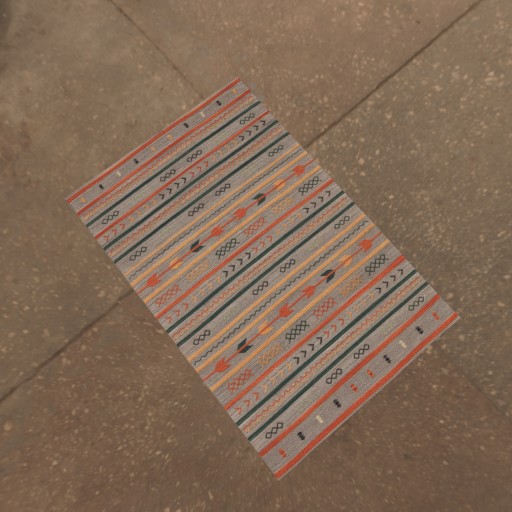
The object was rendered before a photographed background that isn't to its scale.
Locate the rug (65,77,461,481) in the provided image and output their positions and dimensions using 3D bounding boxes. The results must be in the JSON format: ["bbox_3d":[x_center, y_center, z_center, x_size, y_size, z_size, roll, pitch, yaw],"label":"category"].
[{"bbox_3d":[0.000,0.000,2.355,1.220,0.017,1.835,-38,79,-9],"label":"rug"}]
